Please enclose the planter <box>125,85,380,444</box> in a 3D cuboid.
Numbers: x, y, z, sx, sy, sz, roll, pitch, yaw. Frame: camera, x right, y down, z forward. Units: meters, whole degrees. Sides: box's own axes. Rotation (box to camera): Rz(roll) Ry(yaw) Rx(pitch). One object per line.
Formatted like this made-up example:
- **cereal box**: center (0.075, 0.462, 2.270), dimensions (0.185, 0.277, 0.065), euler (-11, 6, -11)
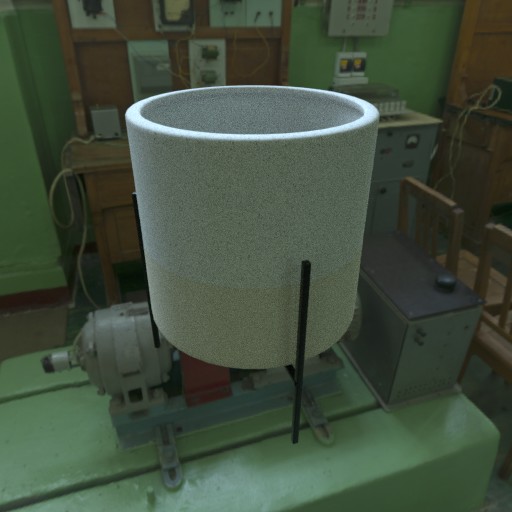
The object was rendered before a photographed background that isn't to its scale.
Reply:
- **planter**: center (0.000, 0.000, 0.649), dimensions (0.313, 0.423, 0.335), euler (-10, 32, -17)
